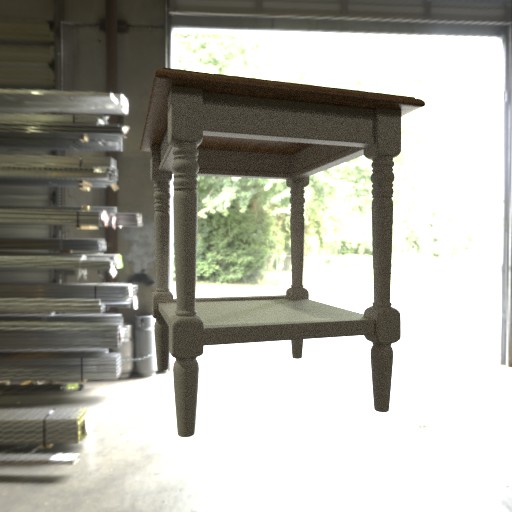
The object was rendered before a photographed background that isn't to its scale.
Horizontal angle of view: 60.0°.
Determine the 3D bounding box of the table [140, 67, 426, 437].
[{"bbox_3d":[0.000,0.000,0.946,0.457,0.561,0.508,0,1,-17],"label":"table"}]
